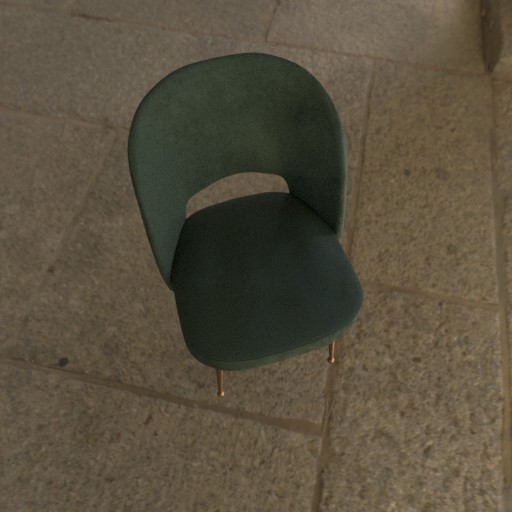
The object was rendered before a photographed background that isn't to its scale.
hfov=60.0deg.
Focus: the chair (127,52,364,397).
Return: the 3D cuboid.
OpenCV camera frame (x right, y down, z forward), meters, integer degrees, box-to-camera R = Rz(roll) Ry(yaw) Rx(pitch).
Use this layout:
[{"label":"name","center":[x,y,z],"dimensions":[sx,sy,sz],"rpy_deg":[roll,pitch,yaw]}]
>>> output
[{"label":"chair","center":[0.000,0.000,1.234],"dimensions":[0.527,0.860,0.577],"rpy_deg":[-15,63,-8]}]
